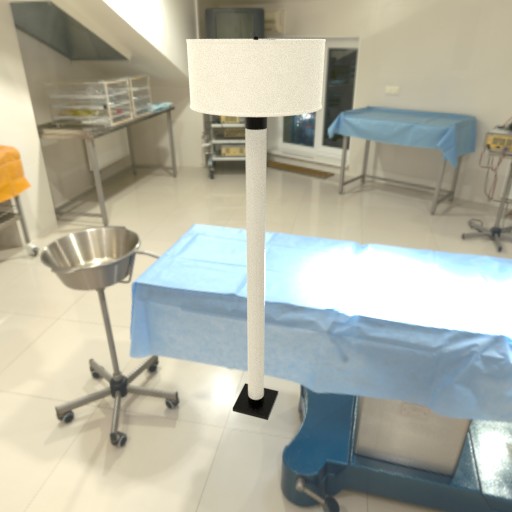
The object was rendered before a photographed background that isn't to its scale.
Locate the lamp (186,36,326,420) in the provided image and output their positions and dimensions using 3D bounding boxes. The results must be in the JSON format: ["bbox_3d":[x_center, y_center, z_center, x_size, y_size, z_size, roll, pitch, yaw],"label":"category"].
[{"bbox_3d":[0.000,0.000,1.661,0.420,1.475,0.420,8,28,17],"label":"lamp"}]
